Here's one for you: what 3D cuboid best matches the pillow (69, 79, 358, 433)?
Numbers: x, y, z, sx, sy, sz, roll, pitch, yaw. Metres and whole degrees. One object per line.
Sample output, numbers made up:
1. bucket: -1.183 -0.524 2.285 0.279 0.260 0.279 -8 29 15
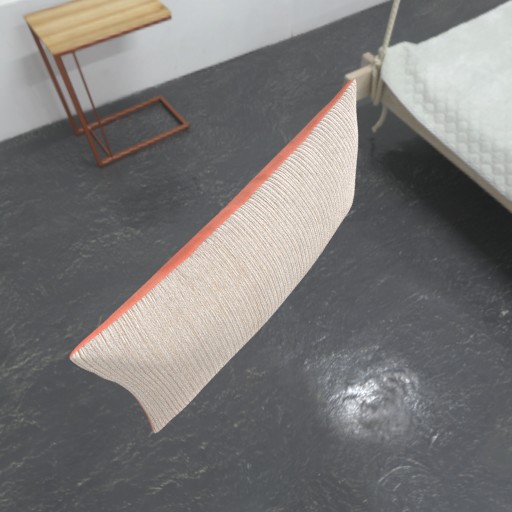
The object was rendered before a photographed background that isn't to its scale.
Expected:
1. pillow: 0.000 0.000 0.736 0.155 0.307 0.608 34 64 19
